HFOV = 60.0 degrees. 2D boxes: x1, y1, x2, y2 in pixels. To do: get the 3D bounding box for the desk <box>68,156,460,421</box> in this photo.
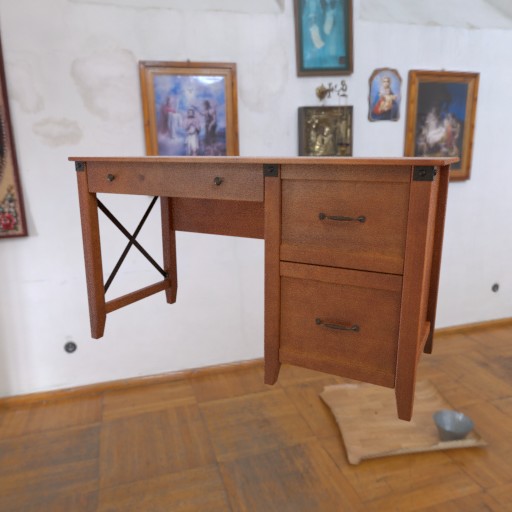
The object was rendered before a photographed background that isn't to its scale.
[{"bbox_3d":[0.000,0.000,1.735,1.353,0.756,0.574,7,15,27],"label":"desk"}]
